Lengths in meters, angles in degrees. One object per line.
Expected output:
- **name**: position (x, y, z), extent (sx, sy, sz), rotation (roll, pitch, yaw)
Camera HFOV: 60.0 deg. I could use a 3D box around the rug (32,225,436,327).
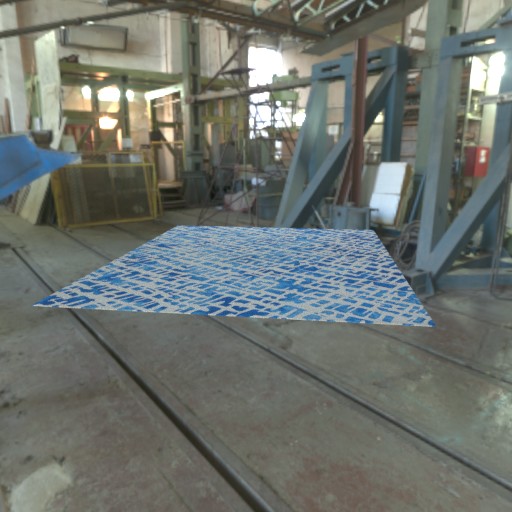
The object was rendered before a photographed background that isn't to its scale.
- **rug**: position (0.000, 0.000, 4.057), extent (2.435, 0.007, 3.007), rotation (2, 14, 8)
